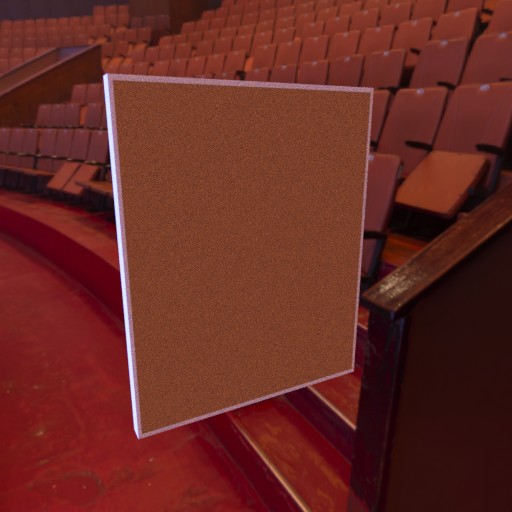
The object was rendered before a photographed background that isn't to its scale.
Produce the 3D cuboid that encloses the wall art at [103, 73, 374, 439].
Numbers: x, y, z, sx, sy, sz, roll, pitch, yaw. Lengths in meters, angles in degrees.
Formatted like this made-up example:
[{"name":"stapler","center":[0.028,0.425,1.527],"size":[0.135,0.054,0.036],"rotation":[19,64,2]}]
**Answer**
[{"name":"wall art","center":[0.000,0.000,0.750],"size":[0.443,0.549,0.030],"rotation":[-8,18,-27]}]
